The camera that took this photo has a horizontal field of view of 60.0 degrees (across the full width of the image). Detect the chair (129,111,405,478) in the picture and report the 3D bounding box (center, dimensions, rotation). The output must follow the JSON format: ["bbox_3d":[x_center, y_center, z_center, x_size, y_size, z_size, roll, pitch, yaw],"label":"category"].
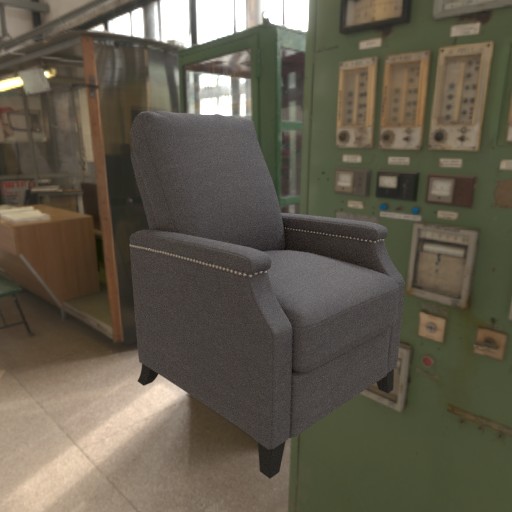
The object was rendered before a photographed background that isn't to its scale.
[{"bbox_3d":[0.000,0.000,1.661,0.710,1.049,0.922,-13,19,-42],"label":"chair"}]
